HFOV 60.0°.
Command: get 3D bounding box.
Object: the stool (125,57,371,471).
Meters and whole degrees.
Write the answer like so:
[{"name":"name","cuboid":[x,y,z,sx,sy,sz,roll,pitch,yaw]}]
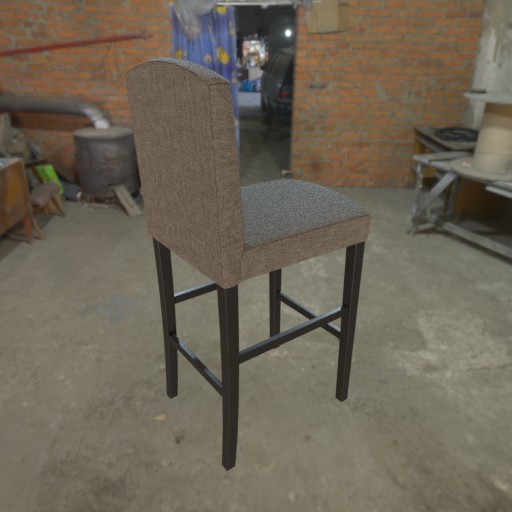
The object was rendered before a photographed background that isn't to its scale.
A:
[{"name":"stool","cuboid":[0.000,0.000,1.387,0.552,1.138,0.451,-17,30,-33]}]
